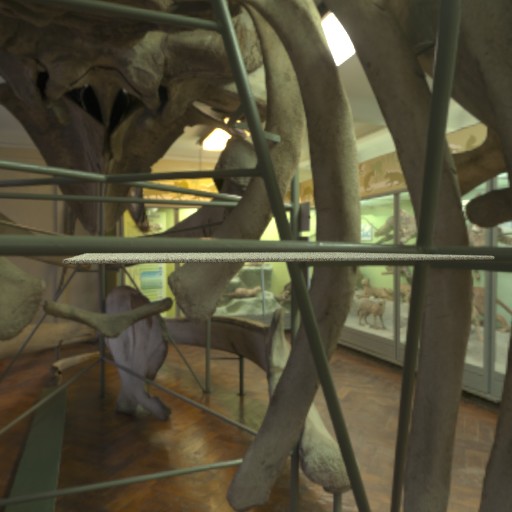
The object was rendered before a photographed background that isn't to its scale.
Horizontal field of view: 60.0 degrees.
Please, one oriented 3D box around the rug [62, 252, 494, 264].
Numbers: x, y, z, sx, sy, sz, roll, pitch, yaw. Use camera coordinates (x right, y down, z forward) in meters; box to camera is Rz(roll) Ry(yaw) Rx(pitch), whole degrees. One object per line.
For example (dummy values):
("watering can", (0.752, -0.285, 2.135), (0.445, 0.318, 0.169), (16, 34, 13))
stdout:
("rug", (0.000, 0.000, 4.049), (3.047, 0.029, 2.438), (0, 1, -18))
